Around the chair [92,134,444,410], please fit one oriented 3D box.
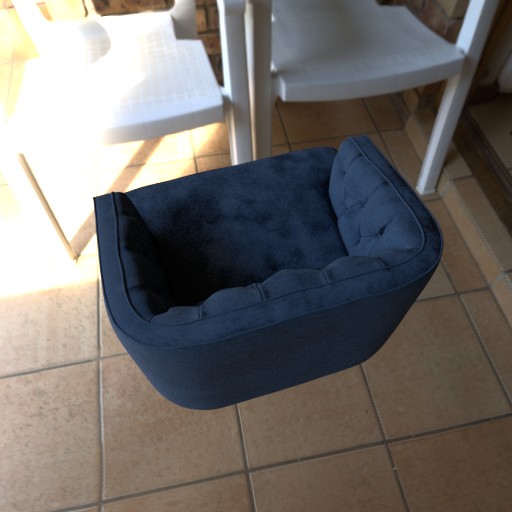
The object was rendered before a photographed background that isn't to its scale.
[{"bbox_3d":[0.000,0.000,1.767,1.094,0.852,0.940,-15,60,-9],"label":"chair"}]
